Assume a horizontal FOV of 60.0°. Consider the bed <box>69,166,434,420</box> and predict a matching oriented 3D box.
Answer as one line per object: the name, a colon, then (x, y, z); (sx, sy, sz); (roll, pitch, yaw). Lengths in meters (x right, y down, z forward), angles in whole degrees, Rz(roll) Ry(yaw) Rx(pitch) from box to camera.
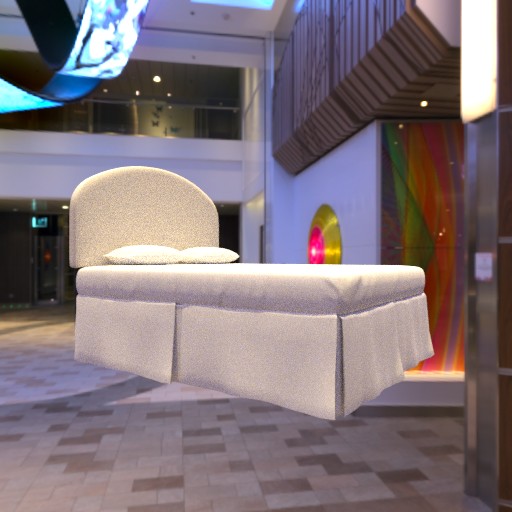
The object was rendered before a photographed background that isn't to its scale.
bed: (0.000, 0.000, 3.046); (2.005, 1.410, 1.607); (0, 0, 34)
